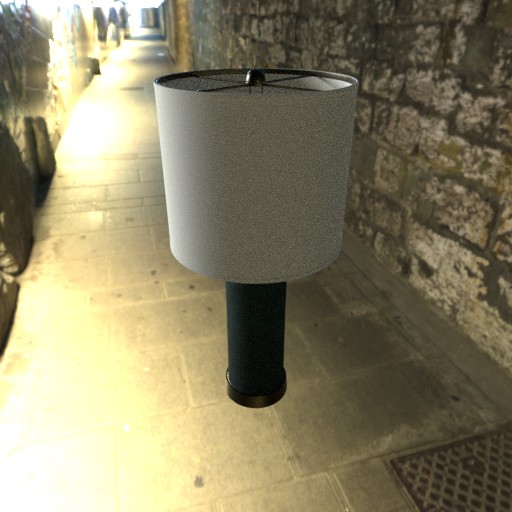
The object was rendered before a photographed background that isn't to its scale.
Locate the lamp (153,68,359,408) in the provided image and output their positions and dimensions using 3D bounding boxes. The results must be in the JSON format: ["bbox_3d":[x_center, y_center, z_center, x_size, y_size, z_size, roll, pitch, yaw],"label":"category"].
[{"bbox_3d":[0.000,0.000,0.805,0.301,0.630,0.301,-1,28,-2],"label":"lamp"}]
